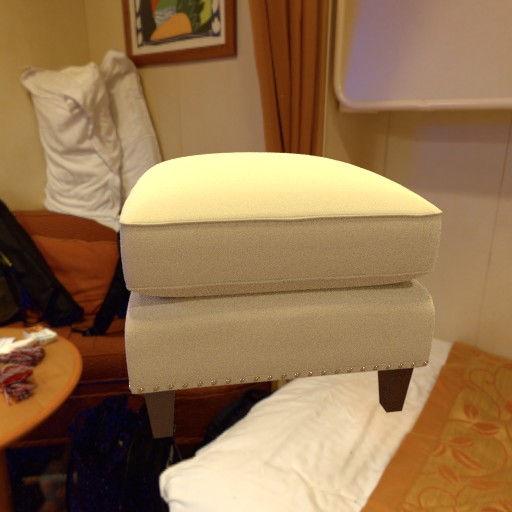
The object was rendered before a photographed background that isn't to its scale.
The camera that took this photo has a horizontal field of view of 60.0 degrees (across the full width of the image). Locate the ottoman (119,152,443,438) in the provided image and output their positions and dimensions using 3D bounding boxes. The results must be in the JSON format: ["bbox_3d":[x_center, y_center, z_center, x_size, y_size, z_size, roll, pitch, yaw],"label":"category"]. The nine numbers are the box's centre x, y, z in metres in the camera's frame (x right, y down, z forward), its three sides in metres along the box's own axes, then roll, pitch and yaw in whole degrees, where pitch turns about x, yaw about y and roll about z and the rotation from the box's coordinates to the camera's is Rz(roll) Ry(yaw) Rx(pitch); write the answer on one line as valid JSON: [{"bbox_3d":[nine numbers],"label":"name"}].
[{"bbox_3d":[0.000,0.000,1.139,0.584,0.513,0.741,-3,17,-9],"label":"ottoman"}]
